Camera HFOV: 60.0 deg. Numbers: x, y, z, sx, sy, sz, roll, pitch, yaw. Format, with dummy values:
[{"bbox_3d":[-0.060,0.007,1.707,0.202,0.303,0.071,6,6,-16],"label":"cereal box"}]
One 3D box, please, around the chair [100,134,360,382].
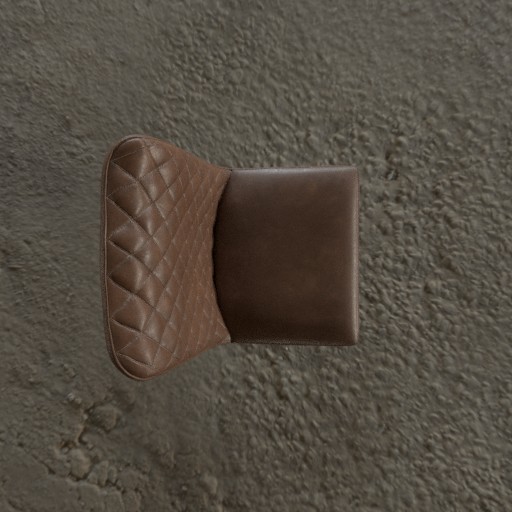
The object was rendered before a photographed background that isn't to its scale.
[{"bbox_3d":[0.000,0.000,1.238,0.587,0.889,0.508,0,90,-1],"label":"chair"}]
